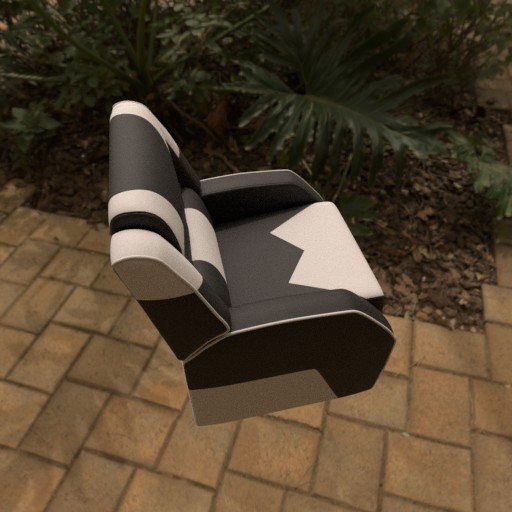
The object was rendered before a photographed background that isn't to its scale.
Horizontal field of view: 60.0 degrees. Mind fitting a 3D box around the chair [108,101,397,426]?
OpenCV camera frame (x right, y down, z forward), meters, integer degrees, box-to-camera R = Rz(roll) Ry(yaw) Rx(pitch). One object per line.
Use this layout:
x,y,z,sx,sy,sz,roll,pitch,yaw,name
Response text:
0.000,0.000,1.295,0.672,0.805,0.620,-9,46,-9,chair
